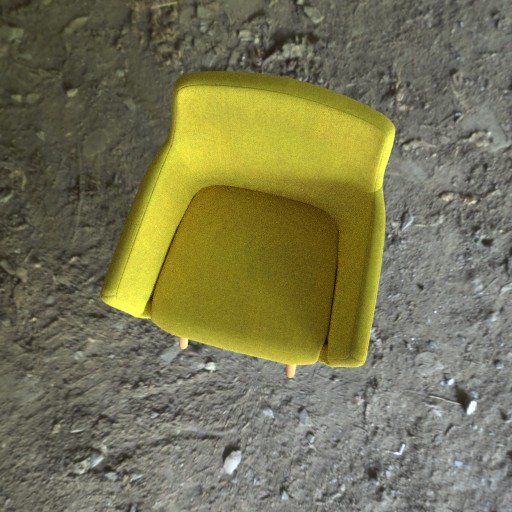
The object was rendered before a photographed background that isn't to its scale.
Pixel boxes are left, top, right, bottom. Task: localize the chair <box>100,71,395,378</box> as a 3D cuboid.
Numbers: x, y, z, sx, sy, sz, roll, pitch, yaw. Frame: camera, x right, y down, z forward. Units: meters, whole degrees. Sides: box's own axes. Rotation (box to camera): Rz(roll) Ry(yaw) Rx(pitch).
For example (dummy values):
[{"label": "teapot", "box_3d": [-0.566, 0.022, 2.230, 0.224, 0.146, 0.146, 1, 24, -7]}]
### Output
[{"label": "chair", "box_3d": [0.000, 0.000, 1.199, 0.570, 0.780, 0.570, 14, 76, 4]}]
